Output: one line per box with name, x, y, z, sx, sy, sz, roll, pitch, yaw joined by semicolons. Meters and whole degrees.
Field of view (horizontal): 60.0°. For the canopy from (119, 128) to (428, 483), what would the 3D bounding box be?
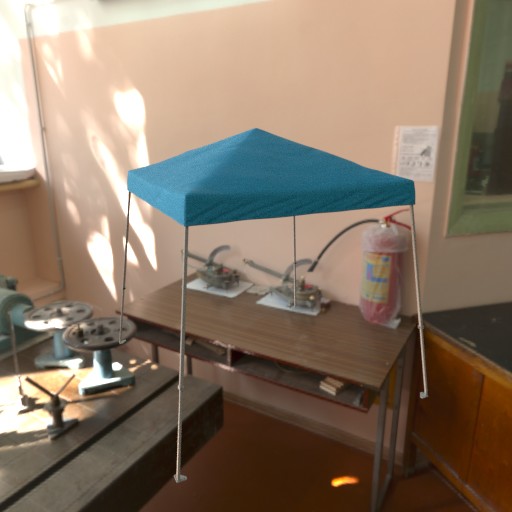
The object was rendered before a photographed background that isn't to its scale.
canopy;0.000;0.000;5.133;2.849;2.849;2.848;-8;18;-25
